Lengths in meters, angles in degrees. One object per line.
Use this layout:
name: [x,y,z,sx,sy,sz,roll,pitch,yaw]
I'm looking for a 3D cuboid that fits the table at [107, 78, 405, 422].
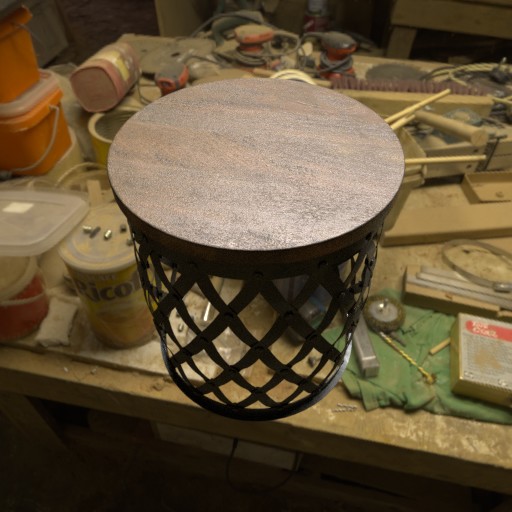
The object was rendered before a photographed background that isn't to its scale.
table: [0.000,0.000,0.780,0.405,0.454,0.405,0,47,0]
